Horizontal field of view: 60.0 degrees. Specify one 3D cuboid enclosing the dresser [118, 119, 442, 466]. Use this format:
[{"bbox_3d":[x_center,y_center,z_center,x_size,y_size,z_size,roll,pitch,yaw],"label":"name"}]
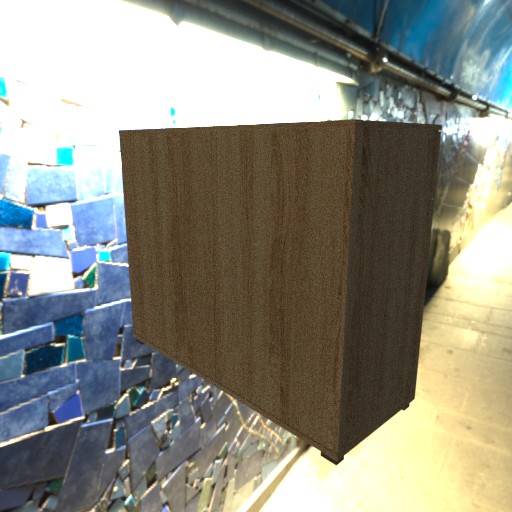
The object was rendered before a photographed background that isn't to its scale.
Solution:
[{"bbox_3d":[0.000,0.000,1.620,0.450,0.900,1.100,-13,19,-42],"label":"dresser"}]
